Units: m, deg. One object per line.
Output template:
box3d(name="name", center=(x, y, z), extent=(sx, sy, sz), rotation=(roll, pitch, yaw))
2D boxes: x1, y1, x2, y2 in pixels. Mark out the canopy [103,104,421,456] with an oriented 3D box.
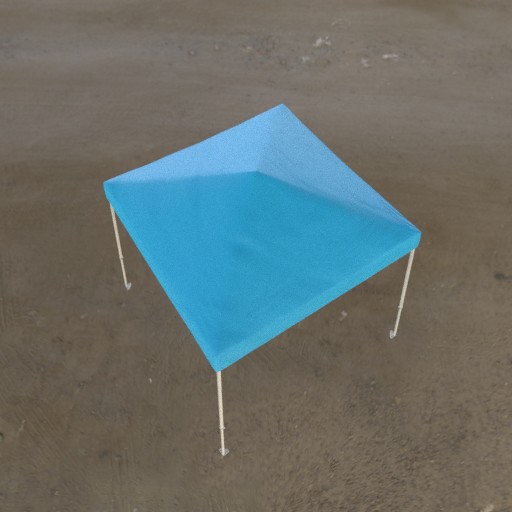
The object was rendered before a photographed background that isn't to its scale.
box3d(name="canopy", center=(0.000, 0.000, 6.668), extent=(3.599, 3.600, 3.600), rotation=(-29, 61, -18))
